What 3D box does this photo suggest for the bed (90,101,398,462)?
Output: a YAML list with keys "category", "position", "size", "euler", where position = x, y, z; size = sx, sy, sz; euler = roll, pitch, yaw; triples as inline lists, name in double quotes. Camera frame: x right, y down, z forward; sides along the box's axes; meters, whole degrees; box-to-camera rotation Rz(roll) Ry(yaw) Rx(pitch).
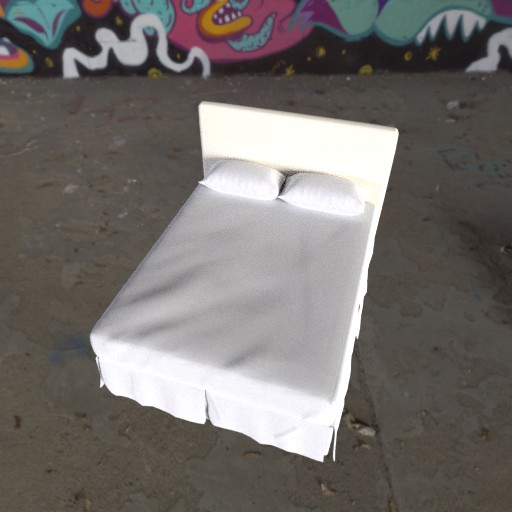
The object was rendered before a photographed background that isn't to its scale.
- category: "bed"
  position: [0.000, 0.000, 3.299]
  size: [1.713, 1.330, 2.142]
  euler: [12, 44, 13]
